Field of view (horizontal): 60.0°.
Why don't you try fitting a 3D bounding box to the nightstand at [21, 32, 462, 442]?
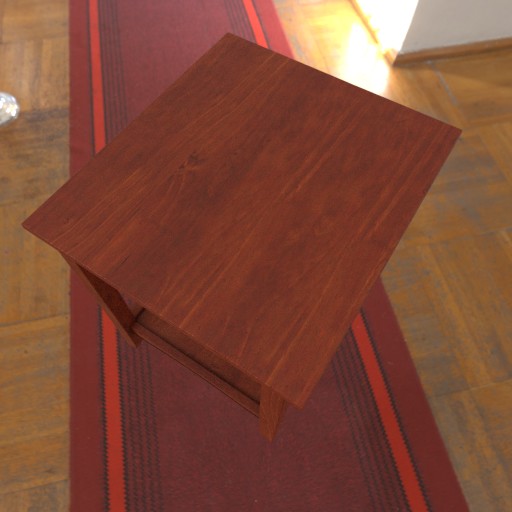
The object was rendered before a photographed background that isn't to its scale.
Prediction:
[{"bbox_3d":[0.000,0.000,0.970,0.501,0.558,0.558,30,65,15],"label":"nightstand"}]
